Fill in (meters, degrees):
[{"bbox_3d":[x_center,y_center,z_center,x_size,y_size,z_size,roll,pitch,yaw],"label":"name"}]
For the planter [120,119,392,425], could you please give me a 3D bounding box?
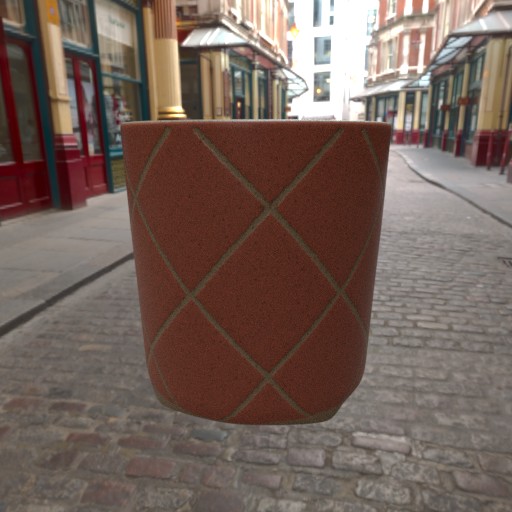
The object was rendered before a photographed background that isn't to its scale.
[{"bbox_3d":[0.000,0.000,0.350,0.191,0.200,0.191,0,15,0],"label":"planter"}]
